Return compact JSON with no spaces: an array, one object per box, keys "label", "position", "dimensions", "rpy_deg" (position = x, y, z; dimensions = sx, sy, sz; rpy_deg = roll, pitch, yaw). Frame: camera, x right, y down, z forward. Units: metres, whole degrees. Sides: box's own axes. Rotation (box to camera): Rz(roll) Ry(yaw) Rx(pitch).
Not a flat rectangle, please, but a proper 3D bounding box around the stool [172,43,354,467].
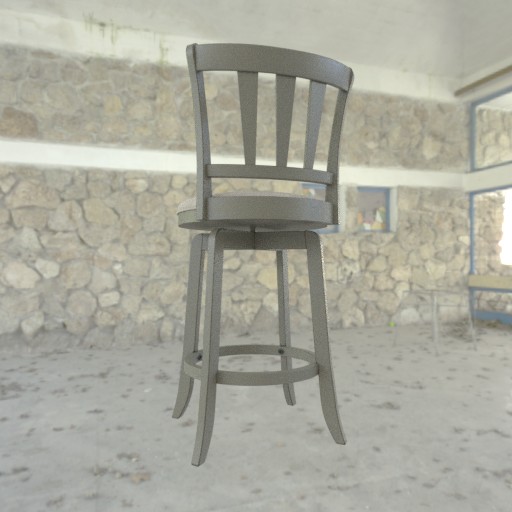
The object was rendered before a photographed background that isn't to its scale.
[{"label":"stool","position":[0.000,0.000,1.252],"dimensions":[0.450,0.994,0.486],"rpy_deg":[0,-1,-19]}]
